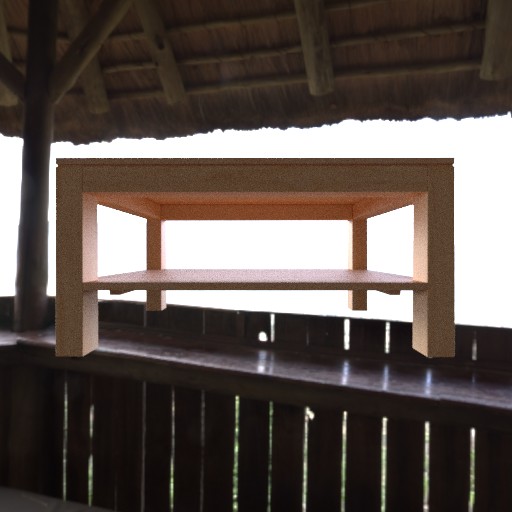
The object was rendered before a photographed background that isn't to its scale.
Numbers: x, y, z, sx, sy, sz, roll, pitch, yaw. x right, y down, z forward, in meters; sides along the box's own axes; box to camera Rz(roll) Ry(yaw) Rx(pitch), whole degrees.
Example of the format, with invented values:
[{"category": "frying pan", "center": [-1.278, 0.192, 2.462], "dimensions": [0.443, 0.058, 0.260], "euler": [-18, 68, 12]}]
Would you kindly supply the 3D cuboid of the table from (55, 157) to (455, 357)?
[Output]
[{"category": "table", "center": [0.000, 0.000, 1.447], "dimensions": [0.900, 0.450, 0.900], "euler": [0, 0, 0]}]
